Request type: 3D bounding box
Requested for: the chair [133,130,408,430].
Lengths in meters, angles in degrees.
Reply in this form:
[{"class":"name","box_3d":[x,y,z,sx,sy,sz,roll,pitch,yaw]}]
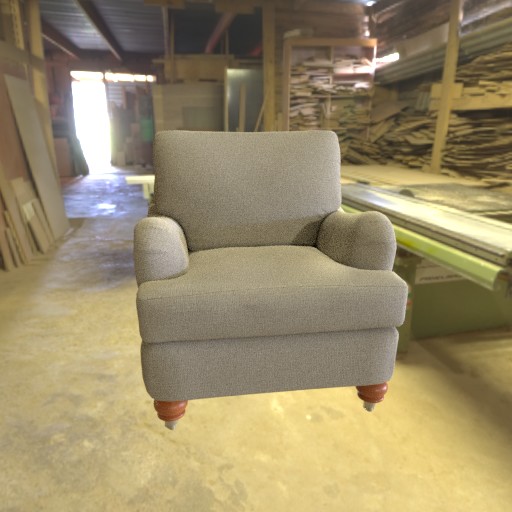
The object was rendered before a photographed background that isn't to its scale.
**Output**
[{"class":"chair","box_3d":[0.000,0.000,1.910,0.955,1.038,1.070,-2,16,-8]}]
